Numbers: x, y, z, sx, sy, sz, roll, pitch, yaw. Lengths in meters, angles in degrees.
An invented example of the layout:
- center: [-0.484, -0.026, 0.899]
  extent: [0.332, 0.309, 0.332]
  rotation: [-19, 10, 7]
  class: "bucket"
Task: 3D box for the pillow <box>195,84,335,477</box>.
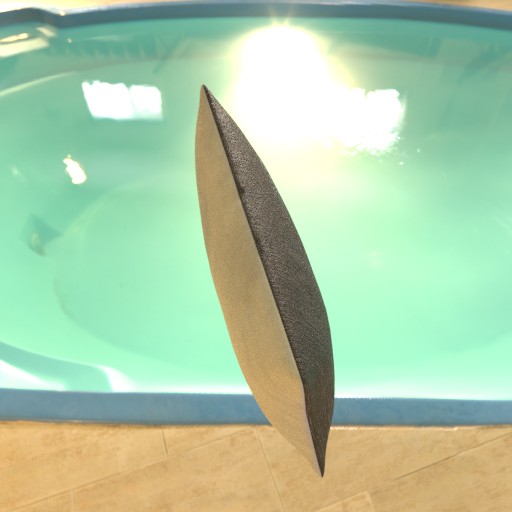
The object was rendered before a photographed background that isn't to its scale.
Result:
- center: [0.000, 0.000, 0.715]
  extent: [0.156, 0.305, 0.608]
  rotation: [-10, 47, -9]
  class: "pillow"
